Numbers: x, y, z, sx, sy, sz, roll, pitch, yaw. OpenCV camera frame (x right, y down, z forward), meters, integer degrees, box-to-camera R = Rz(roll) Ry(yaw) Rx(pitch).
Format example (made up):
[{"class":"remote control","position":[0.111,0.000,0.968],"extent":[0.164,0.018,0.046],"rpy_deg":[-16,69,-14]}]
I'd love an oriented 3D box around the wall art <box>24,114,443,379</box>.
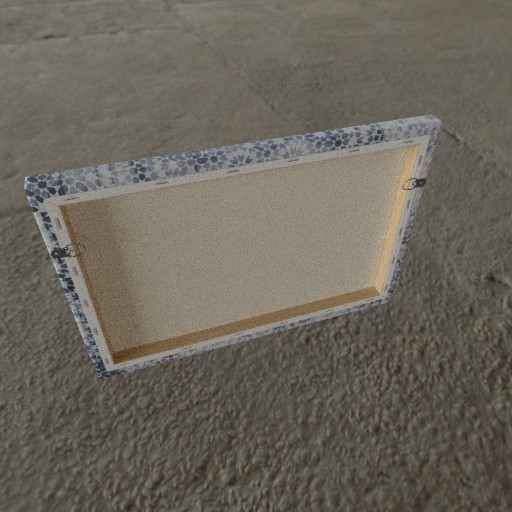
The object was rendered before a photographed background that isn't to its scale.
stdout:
[{"class":"wall art","position":[0.000,0.000,0.756],"extent":[0.608,0.406,0.030],"rpy_deg":[-12,42,-14]}]
